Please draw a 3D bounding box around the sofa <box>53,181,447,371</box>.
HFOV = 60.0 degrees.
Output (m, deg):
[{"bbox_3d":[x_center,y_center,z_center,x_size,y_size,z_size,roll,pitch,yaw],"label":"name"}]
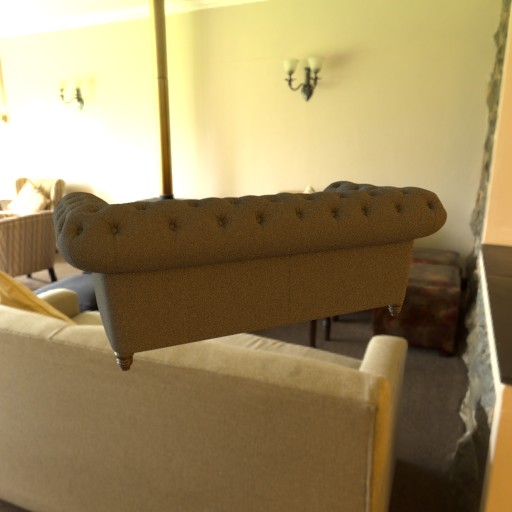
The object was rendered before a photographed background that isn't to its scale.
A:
[{"bbox_3d":[0.000,0.000,2.456,1.998,0.764,0.986,-6,16,-24],"label":"sofa"}]
